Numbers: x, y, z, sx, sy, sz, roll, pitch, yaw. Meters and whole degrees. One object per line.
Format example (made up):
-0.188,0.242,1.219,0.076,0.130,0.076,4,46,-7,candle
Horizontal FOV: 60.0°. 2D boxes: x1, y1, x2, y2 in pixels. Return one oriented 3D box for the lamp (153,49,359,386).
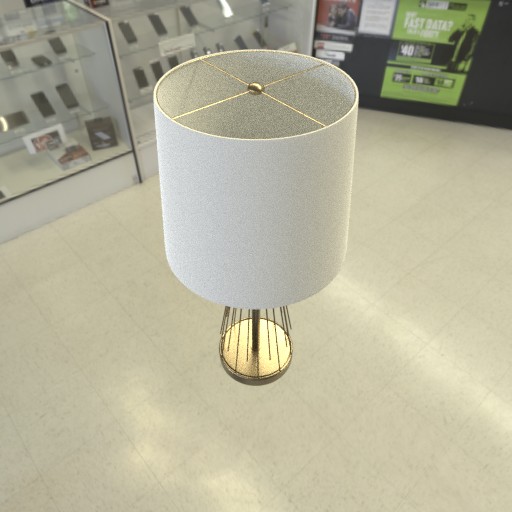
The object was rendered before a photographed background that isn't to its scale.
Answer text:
0.000,0.000,0.779,0.303,0.618,0.303,0,45,0,lamp
